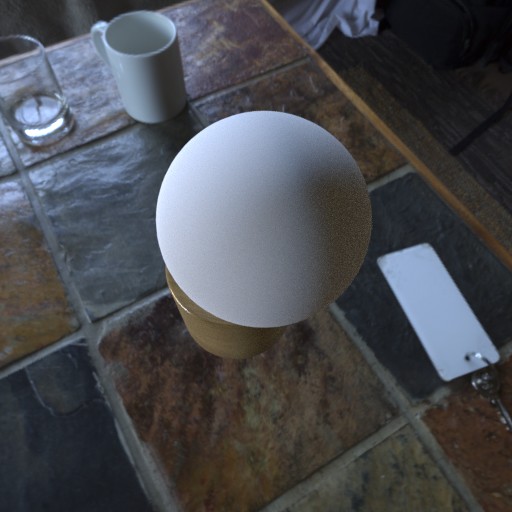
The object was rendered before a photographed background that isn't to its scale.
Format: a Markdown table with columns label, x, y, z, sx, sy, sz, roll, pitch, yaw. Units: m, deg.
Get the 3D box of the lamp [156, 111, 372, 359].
| label | x | y | z | sx | sy | sz | roll | pitch | yaw |
| --- | --- | --- | --- | --- | --- | --- | --- | --- | --- |
| lamp | 0.000 | 0.000 | 0.348 | 0.152 | 0.250 | 0.141 | 14 | 64 | 7 |
